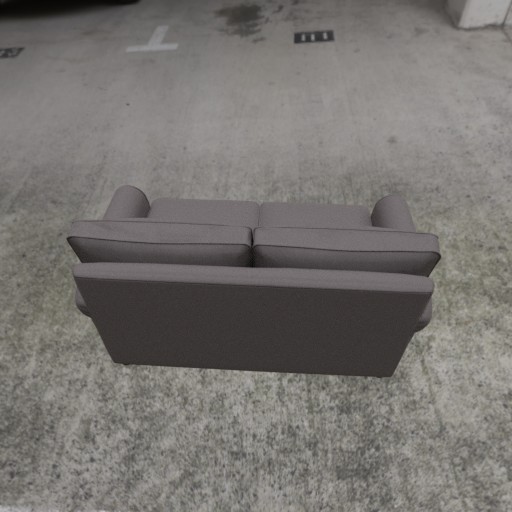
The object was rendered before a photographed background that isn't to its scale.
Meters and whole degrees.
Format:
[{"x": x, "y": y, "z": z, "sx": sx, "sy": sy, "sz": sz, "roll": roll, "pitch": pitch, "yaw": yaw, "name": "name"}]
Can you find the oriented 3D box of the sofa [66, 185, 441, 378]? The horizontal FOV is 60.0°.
[{"x": 0.000, "y": 0.000, "z": 2.343, "sx": 1.665, "sy": 0.937, "sz": 0.964, "roll": 2, "pitch": 47, "yaw": 2, "name": "sofa"}]
